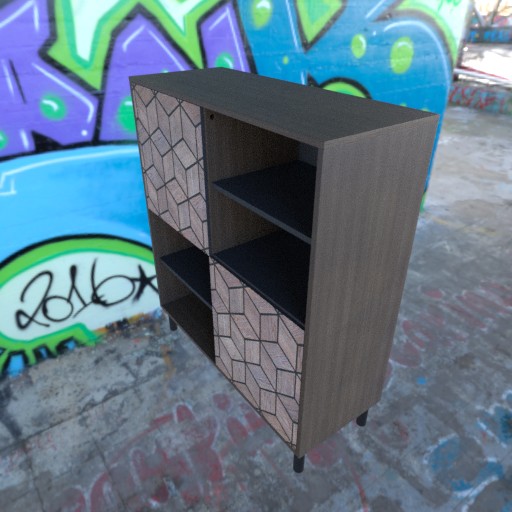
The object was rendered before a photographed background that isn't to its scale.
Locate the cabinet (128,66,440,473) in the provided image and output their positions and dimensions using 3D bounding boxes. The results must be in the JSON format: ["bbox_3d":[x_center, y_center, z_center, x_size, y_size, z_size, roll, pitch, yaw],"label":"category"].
[{"bbox_3d":[0.000,0.000,1.656,0.400,1.170,1.010,-21,37,-31],"label":"cabinet"}]
